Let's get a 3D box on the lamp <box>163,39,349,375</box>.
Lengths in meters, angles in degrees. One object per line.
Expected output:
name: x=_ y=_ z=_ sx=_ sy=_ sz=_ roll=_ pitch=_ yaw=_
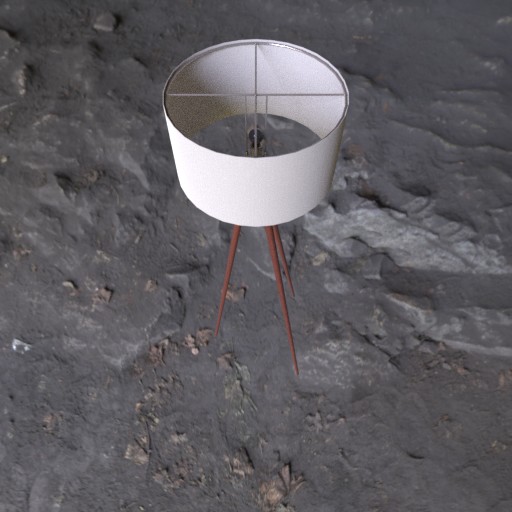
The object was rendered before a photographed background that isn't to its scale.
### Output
lamp: x=0.000 y=0.000 z=1.800 sx=0.483 sy=1.553 sz=0.483 roll=0 pitch=57 yaw=0
